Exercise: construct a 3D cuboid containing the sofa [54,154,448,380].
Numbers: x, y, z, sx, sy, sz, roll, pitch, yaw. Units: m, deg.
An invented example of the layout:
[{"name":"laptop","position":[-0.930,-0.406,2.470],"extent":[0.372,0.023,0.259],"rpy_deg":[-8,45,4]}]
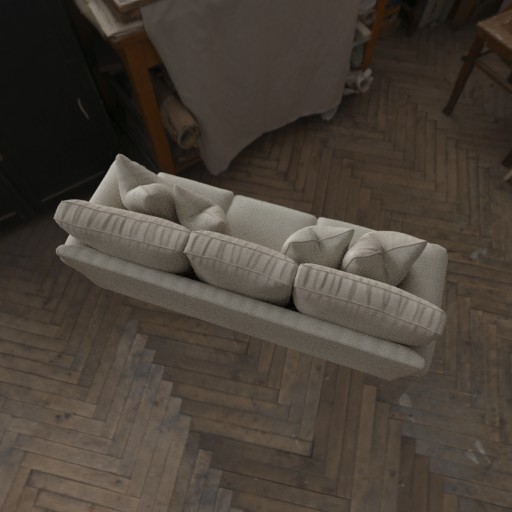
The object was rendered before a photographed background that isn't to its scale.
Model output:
[{"name":"sofa","position":[0.000,0.000,2.865],"extent":[2.312,0.975,0.965],"rpy_deg":[16,64,8]}]
